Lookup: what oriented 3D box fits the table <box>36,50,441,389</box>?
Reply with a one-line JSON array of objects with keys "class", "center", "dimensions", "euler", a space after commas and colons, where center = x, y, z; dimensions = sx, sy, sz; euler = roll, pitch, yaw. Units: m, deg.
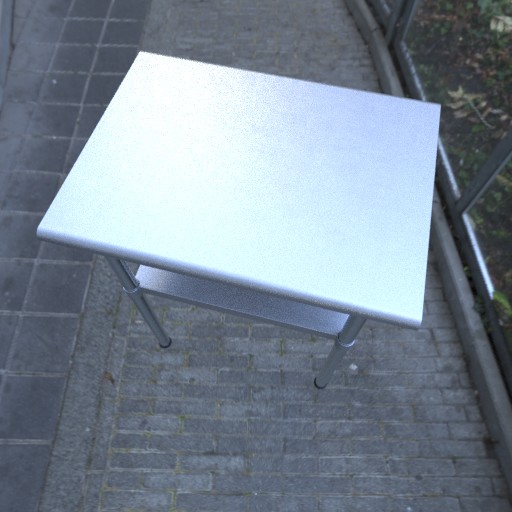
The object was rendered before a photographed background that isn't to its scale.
[{"class": "table", "center": [0.000, 0.000, 1.354], "dimensions": [0.762, 0.876, 0.584], "euler": [13, 63, 7]}]
